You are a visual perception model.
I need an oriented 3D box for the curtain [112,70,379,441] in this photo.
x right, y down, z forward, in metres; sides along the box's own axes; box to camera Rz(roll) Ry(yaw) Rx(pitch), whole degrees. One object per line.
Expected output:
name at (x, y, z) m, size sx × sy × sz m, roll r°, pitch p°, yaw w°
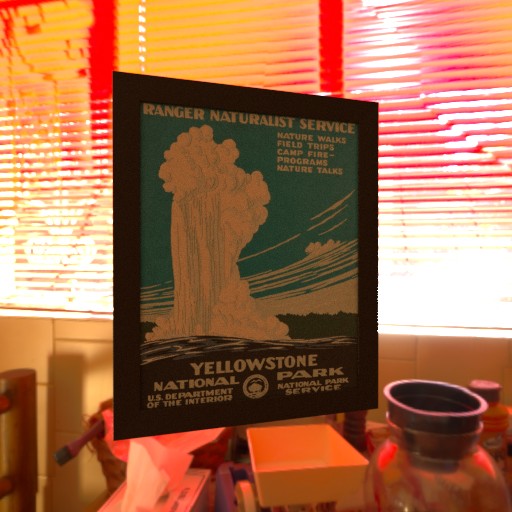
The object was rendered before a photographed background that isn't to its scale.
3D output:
curtain at (0.000, 0.000, 0.785) m, size 0.483 × 0.585 × 0.027 m, roll 0°, pitch 0°, yaw -18°
